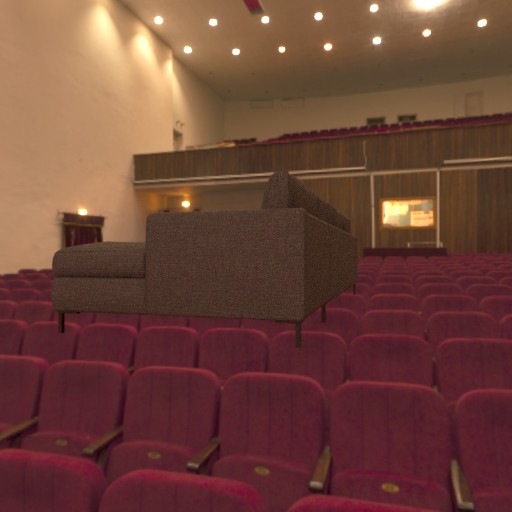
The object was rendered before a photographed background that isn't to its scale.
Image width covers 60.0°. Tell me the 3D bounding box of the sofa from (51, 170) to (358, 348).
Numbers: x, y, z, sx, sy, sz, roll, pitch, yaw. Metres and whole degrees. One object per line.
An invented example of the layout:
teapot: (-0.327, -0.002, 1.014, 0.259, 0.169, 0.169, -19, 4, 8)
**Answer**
sofa: (0.000, 0.000, 3.833, 1.483, 0.892, 3.221, 0, 0, 18)
